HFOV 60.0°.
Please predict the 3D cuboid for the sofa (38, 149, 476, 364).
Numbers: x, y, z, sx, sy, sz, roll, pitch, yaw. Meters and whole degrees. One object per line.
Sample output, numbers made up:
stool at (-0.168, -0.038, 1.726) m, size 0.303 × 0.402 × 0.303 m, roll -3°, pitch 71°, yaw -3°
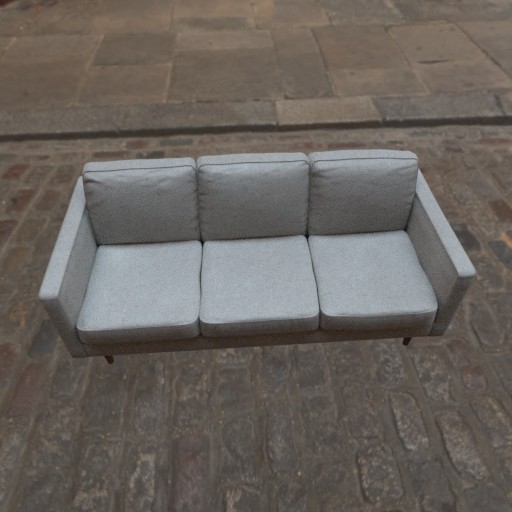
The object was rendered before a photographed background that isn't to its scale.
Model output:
sofa at (0.000, 0.000, 2.454) m, size 1.983 × 0.918 × 0.944 m, roll -3°, pitch 46°, yaw -3°
